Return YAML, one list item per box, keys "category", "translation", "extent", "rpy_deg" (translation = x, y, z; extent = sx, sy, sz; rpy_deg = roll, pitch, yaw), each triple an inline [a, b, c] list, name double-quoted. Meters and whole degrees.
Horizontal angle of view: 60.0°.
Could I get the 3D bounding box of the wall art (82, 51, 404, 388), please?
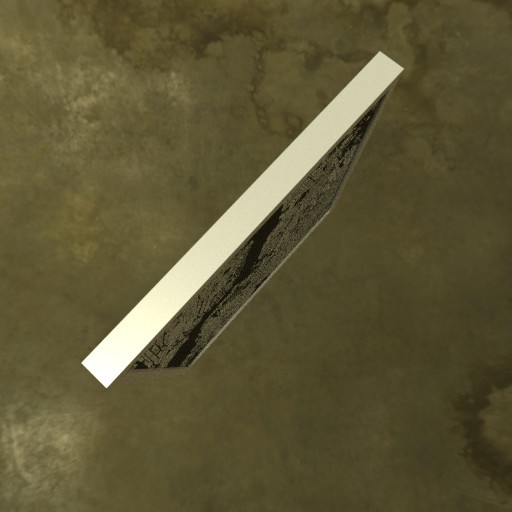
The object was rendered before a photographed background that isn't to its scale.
- category: "wall art"
  translation: [0.000, 0.000, 0.750]
  extent: [0.038, 0.506, 0.506]
  rpy_deg: [41, 80, 9]
